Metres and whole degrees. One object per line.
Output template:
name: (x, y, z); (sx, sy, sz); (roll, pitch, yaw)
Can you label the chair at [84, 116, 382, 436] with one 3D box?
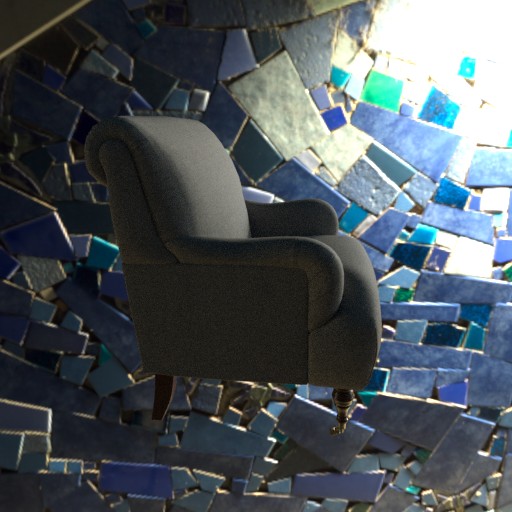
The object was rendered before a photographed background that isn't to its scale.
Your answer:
chair: (0.000, 0.000, 1.563); (0.843, 0.942, 0.766); (3, 17, 8)
